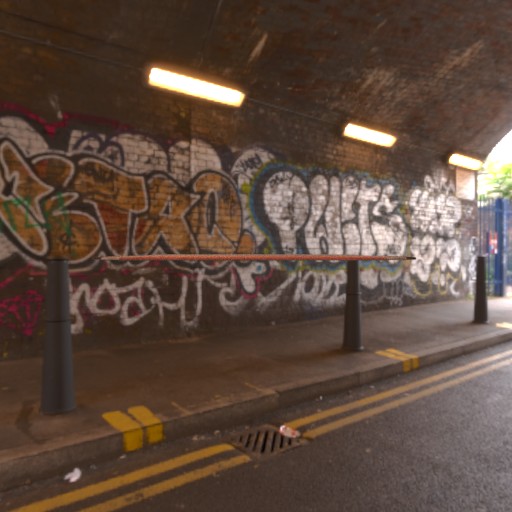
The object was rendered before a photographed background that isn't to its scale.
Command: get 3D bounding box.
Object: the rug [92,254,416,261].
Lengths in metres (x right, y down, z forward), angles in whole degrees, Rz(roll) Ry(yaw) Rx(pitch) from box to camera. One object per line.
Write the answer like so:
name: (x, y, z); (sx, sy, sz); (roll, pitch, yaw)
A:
rug: (0.000, 0.000, 3.168); (1.530, 0.017, 2.446); (0, 1, 1)
